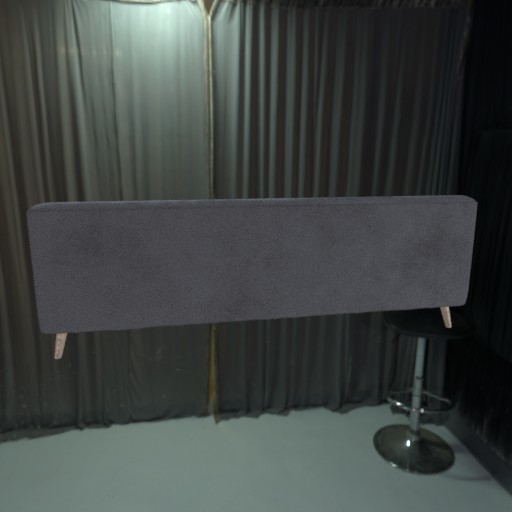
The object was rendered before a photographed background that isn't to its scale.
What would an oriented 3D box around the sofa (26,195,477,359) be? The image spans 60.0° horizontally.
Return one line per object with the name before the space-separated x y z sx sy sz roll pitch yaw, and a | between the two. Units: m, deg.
sofa | 0.000 0.000 2.594 2.190 0.740 0.900 -2 13 -11
